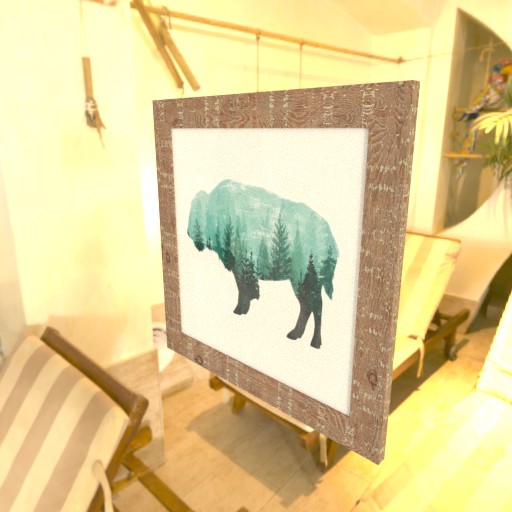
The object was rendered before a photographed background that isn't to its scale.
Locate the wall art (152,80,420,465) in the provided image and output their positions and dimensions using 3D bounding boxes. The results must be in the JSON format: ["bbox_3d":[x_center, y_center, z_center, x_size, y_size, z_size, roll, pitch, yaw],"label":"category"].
[{"bbox_3d":[0.000,0.000,0.550,0.380,0.380,0.022,15,22,42],"label":"wall art"}]
